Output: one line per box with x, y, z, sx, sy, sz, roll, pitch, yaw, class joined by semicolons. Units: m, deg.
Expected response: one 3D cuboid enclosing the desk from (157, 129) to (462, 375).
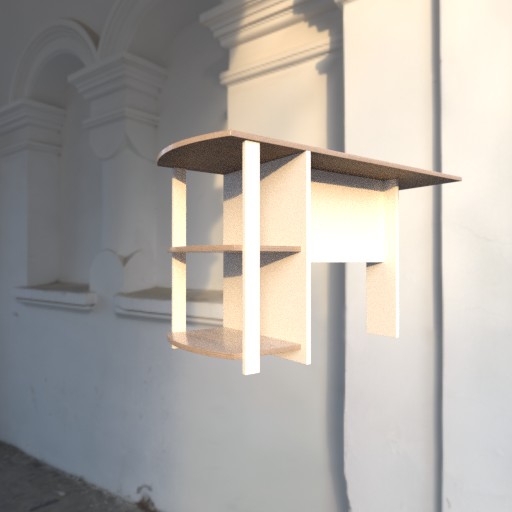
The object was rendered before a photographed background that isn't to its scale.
0.000;0.000;2.158;1.303;0.716;1.361;0;-1;-36;desk
